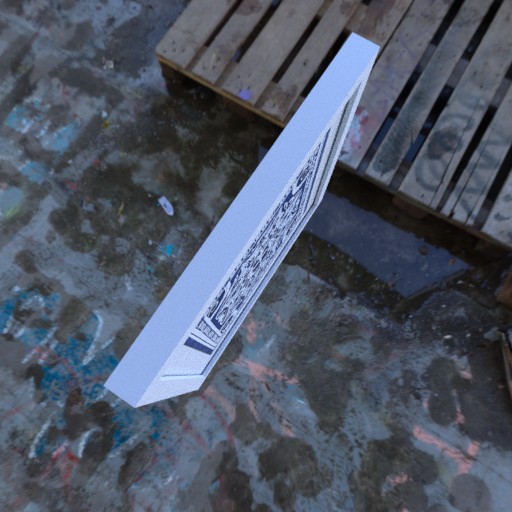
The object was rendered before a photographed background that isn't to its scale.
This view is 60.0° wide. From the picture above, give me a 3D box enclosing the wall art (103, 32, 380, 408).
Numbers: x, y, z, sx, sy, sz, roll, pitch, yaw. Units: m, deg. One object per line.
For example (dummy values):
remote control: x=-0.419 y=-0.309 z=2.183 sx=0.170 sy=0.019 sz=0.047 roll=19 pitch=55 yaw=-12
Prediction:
wall art: x=0.000 y=0.000 z=0.521 sx=0.027 sy=0.355 sz=0.355 roll=32 pitch=78 yaw=8
